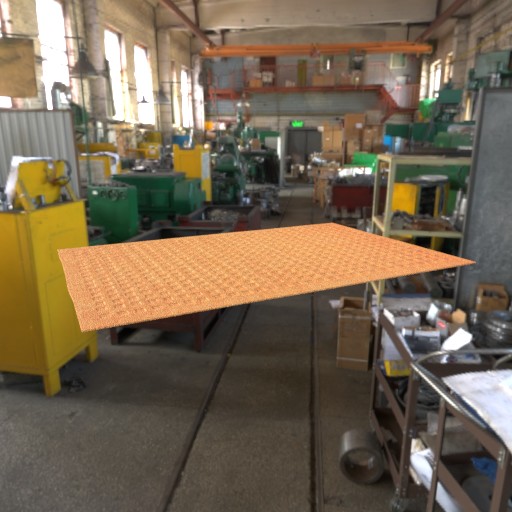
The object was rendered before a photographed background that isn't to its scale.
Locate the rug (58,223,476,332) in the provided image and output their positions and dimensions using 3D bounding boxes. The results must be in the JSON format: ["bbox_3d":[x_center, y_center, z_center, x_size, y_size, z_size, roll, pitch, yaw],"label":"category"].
[{"bbox_3d":[0.000,0.000,2.198,1.747,0.006,1.143,-7,16,-26],"label":"rug"}]
